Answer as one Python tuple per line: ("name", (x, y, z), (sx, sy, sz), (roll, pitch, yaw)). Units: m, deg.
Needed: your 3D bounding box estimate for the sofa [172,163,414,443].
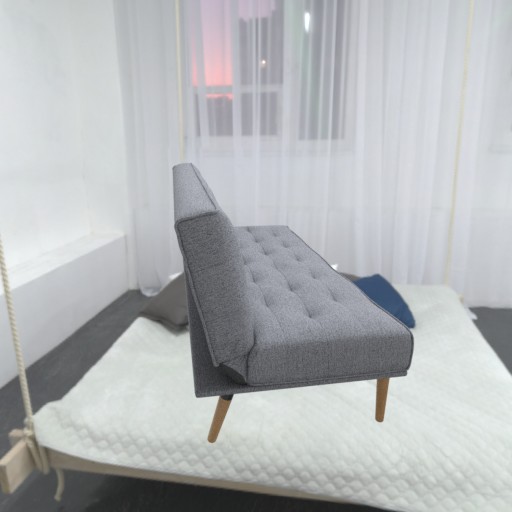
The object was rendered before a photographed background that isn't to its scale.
("sofa", (0.000, 0.000, 2.299), (0.810, 0.830, 1.820), (-3, 17, -10))
